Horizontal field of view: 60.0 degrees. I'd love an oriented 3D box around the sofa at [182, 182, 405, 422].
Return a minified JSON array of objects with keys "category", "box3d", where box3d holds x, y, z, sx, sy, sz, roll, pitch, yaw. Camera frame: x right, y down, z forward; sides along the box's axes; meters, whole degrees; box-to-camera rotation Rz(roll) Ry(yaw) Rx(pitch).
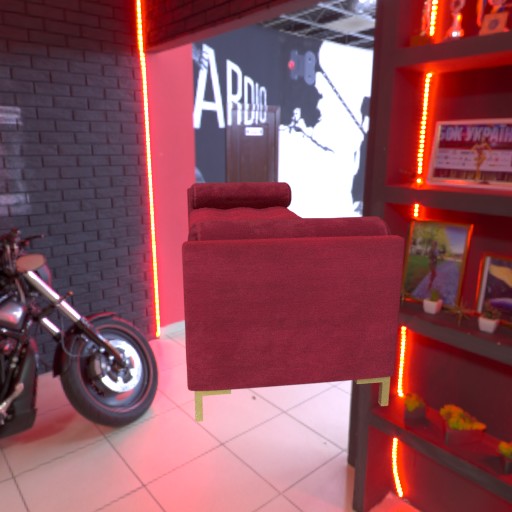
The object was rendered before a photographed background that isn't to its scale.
[{"category":"sofa","box3d":[0.000,0.000,2.550,0.796,0.705,2.102,-2,14,-8]}]
